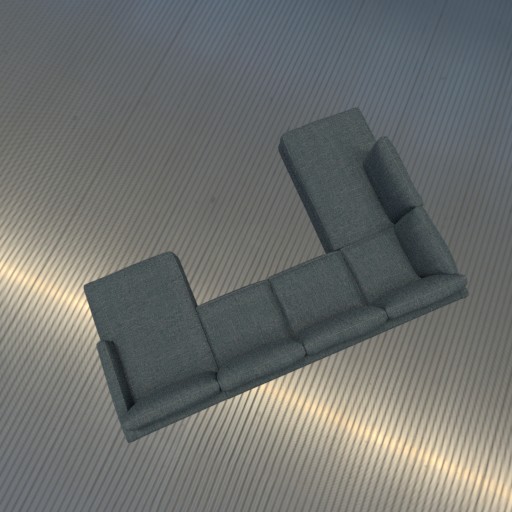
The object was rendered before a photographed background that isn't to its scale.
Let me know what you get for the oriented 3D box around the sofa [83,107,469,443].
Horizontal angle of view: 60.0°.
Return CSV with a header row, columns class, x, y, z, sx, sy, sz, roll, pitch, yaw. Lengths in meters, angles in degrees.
class,x,y,z,sx,sy,sz,roll,pitch,yaw
sofa,0.000,0.000,3.557,2.737,0.753,1.879,-22,76,-6
